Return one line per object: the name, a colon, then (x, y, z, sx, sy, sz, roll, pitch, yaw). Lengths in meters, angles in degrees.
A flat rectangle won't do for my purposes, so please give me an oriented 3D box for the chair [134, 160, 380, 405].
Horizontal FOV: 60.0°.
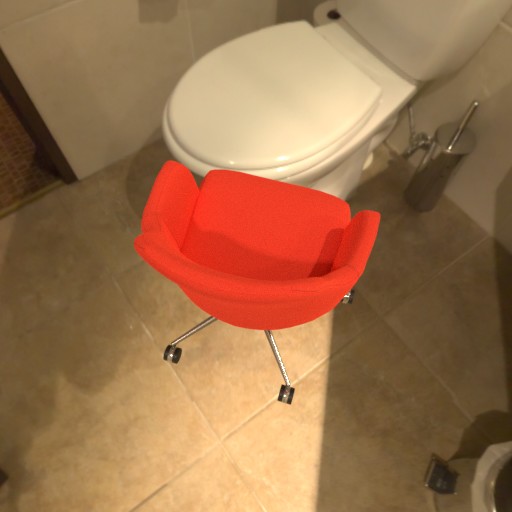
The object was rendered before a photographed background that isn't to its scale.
chair: (0.000, 0.000, 1.246, 0.655, 0.820, 0.600, 15, 65, 7)
